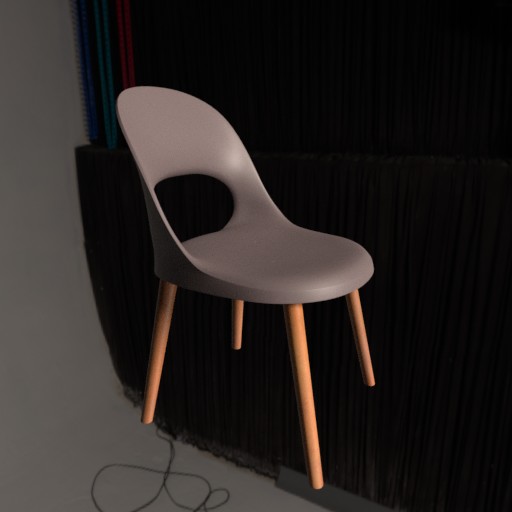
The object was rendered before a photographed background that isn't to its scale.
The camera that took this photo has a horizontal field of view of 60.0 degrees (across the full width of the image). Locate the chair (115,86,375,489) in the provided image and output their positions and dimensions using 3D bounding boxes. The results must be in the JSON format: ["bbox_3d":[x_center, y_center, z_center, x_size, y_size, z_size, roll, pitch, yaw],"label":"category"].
[{"bbox_3d":[0.000,0.000,1.083,0.556,0.794,0.470,8,18,27],"label":"chair"}]
